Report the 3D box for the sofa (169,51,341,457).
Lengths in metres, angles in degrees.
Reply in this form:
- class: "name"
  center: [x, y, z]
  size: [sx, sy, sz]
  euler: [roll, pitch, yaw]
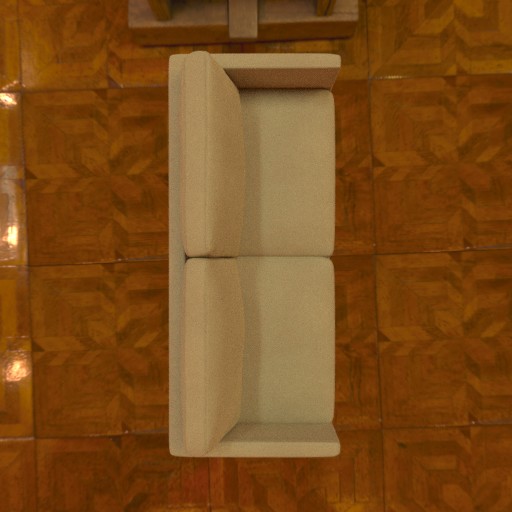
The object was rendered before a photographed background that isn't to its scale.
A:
- class: "sofa"
  center: [0.000, 0.000, 2.622]
  size: [0.948, 0.932, 2.181]
  euler: [0, 90, 0]
